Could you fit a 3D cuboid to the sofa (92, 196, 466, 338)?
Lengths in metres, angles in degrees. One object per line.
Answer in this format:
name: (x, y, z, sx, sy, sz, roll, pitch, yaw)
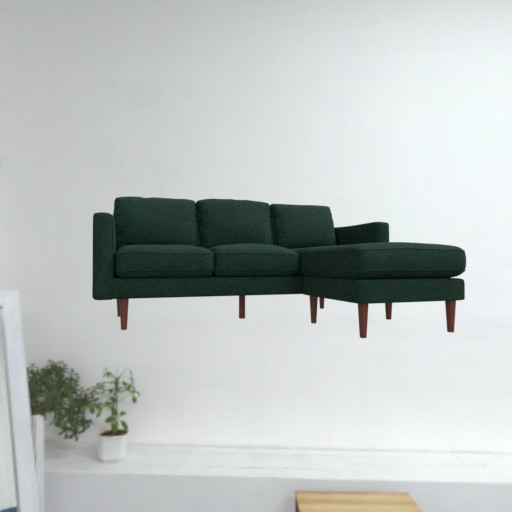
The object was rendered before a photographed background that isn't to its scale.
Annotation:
sofa: (0.000, 0.000, 2.930, 2.030, 0.899, 1.580, 0, -1, -19)
